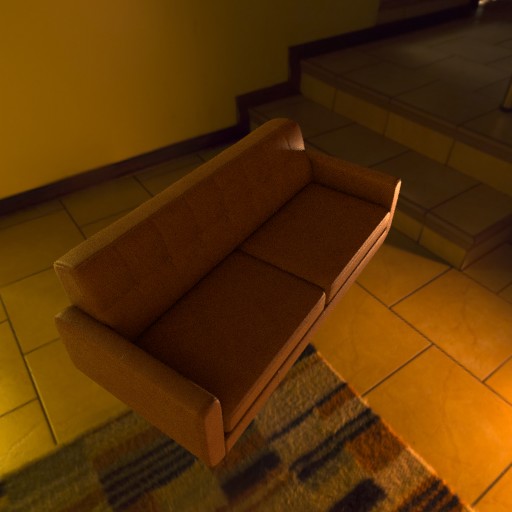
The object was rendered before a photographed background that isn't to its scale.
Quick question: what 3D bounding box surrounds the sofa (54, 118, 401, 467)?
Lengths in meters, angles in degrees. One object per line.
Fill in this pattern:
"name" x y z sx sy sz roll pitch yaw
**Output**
"sofa" 0.000 0.000 2.664 0.980 0.892 2.137 24 47 25
